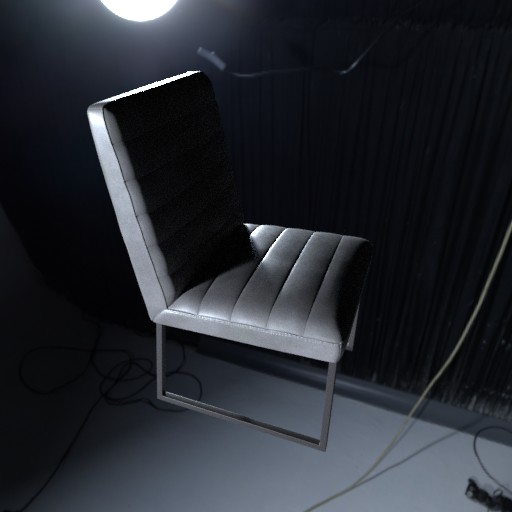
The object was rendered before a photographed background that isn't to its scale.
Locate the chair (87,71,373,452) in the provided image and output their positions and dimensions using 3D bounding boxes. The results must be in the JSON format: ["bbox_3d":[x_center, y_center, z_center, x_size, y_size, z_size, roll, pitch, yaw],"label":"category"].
[{"bbox_3d":[0.000,0.000,1.307,0.634,0.930,0.520,11,33,17],"label":"chair"}]
